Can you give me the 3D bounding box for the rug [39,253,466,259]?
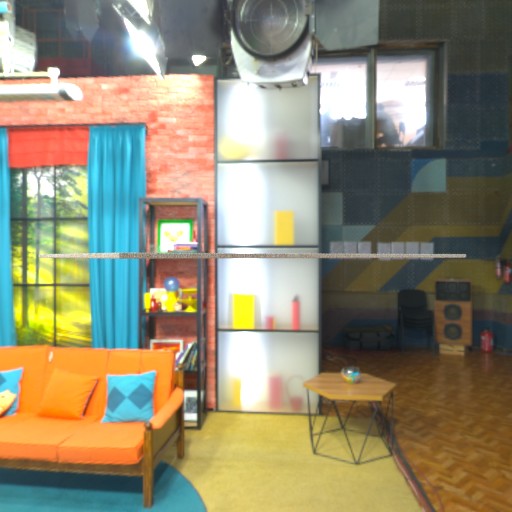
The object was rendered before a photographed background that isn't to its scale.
[{"bbox_3d":[0.000,0.000,3.362,2.699,0.025,1.800,0,0,-36],"label":"rug"}]
